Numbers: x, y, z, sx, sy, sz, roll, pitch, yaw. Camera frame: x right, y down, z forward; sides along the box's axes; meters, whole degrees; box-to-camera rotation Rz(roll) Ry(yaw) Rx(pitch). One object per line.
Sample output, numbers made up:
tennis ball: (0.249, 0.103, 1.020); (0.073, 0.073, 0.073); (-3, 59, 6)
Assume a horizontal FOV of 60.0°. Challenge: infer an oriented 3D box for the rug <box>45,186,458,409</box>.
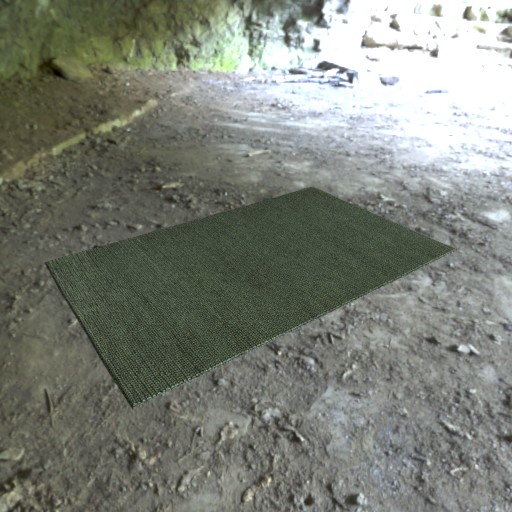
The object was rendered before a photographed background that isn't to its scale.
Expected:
rug: (0.000, 0.000, 3.078); (2.443, 0.021, 1.538); (-20, 35, -31)
